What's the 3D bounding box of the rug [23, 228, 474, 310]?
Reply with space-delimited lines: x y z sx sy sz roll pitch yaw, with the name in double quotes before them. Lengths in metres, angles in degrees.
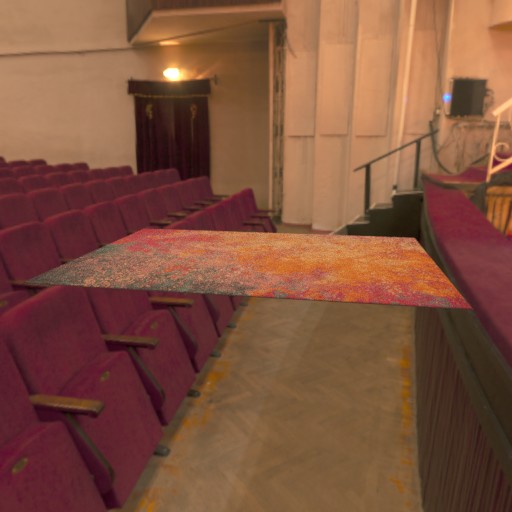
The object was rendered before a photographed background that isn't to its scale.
"rug" 0.000 0.000 3.737 2.896 0.013 2.007 2 15 10
